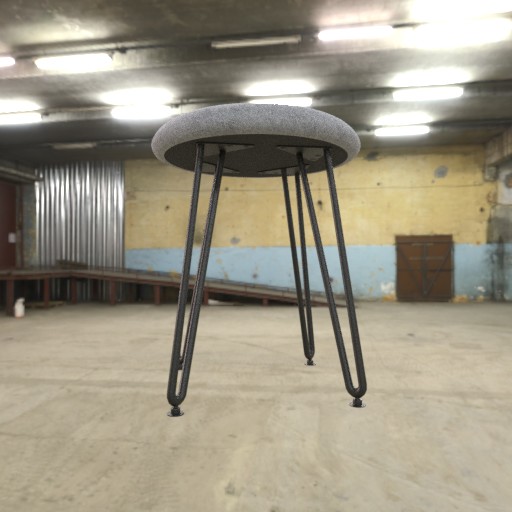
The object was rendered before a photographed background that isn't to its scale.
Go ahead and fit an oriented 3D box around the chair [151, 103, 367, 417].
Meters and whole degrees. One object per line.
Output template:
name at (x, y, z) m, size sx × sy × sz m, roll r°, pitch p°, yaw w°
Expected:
chair at (0.000, 0.000, 0.670) m, size 0.350 × 0.386 × 0.350 m, roll -1°, pitch -1°, yaw 37°
